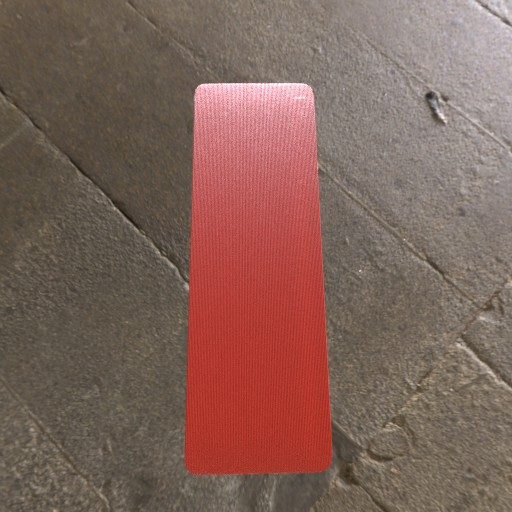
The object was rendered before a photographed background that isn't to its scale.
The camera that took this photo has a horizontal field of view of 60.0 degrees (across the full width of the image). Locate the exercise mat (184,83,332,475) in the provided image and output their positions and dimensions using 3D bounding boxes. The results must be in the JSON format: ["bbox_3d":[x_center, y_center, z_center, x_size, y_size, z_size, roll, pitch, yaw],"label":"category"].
[{"bbox_3d":[0.000,0.000,2.075,0.616,0.021,1.869,-1,75,0],"label":"exercise mat"}]
